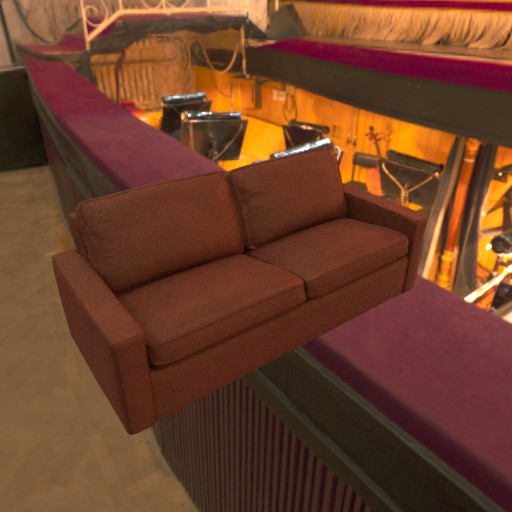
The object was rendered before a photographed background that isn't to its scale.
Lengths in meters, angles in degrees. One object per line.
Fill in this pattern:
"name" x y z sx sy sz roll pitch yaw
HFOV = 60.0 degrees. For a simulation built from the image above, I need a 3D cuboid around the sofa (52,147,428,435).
"sofa" 0.000 0.000 2.623 2.080 0.919 0.940 -20 35 -31
